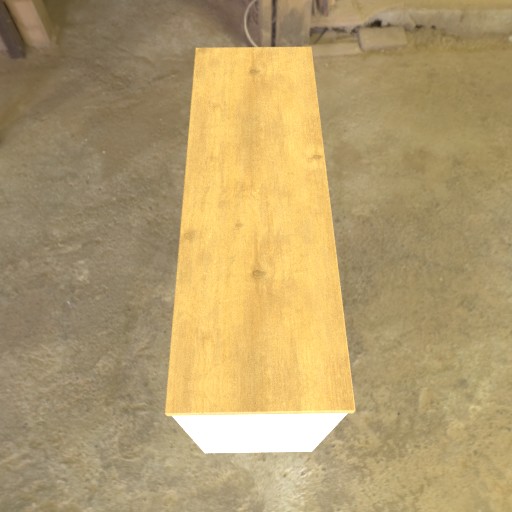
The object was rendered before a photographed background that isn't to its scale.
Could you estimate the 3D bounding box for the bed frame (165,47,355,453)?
[{"bbox_3d":[0.000,0.000,1.689,0.430,0.850,1.300,-1,60,0],"label":"bed frame"}]
